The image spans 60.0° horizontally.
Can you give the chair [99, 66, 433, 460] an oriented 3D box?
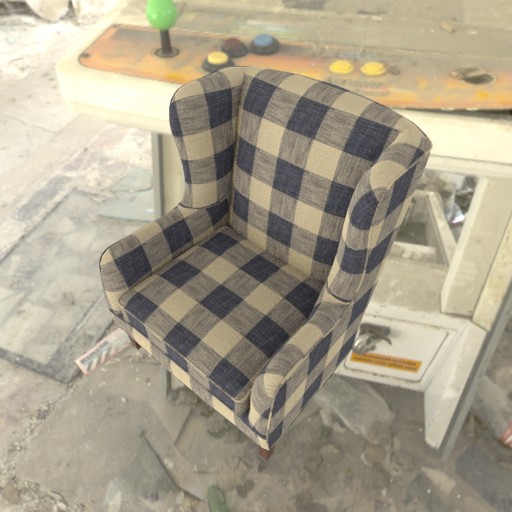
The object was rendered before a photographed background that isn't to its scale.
[{"bbox_3d":[0.000,0.000,1.654,0.830,1.041,0.889,31,54,26],"label":"chair"}]
